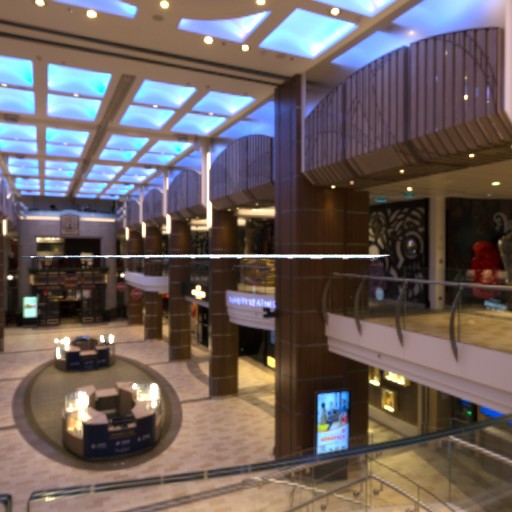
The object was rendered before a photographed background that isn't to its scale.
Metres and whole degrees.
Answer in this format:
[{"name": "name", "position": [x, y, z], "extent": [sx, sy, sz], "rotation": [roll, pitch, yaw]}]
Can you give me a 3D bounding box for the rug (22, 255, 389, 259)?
[{"name": "rug", "position": [0.000, 0.000, 4.375], "extent": [2.438, 0.010, 3.353], "rotation": [0, 0, 18]}]
